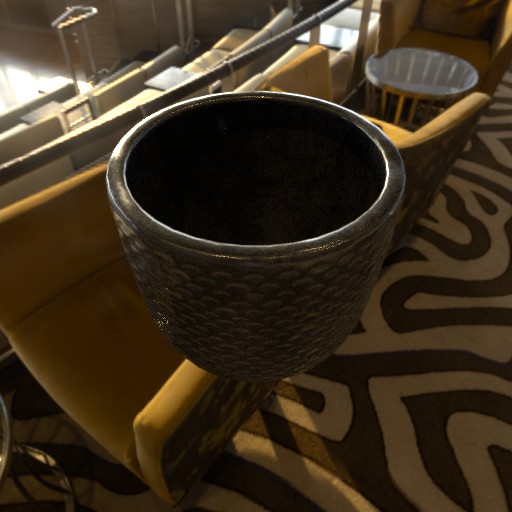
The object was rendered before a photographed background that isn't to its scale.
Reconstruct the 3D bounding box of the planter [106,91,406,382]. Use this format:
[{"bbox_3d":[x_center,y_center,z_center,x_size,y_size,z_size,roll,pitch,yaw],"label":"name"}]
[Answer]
[{"bbox_3d":[0.000,0.000,0.361,0.197,0.191,0.197,0,45,0],"label":"planter"}]
